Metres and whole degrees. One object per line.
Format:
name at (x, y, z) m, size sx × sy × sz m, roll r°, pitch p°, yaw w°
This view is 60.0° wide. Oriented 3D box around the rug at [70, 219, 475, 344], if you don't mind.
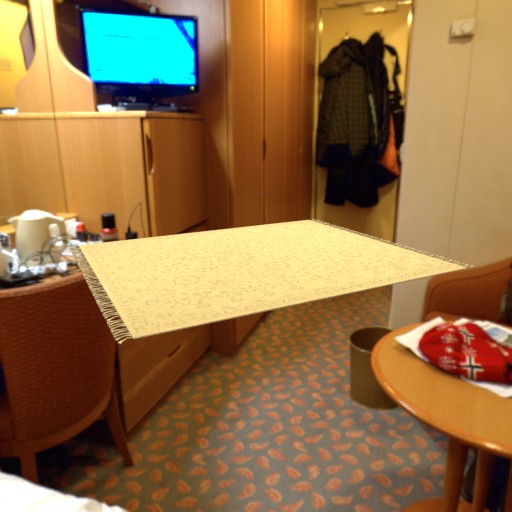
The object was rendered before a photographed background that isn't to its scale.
rug at (0.000, 0.000, 4.179) m, size 3.043 × 0.013 × 2.444 m, roll -8°, pitch 18°, yaw -27°
